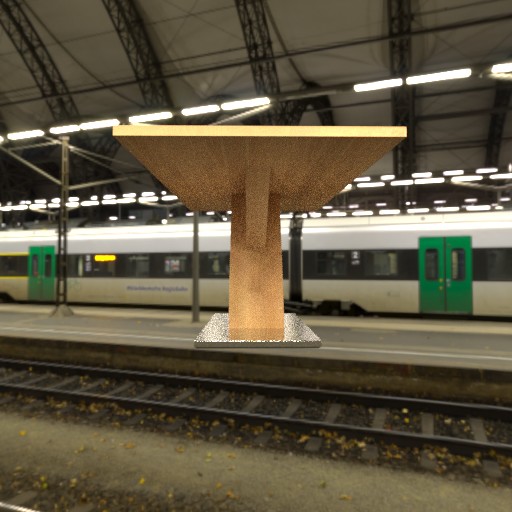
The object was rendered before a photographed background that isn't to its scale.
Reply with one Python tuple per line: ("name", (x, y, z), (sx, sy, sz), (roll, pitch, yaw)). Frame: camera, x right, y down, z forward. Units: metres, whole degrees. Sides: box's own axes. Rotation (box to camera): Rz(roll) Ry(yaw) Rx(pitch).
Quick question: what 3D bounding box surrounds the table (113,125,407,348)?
("table", (0.000, 0.000, 2.247), (0.900, 0.750, 1.800), (0, -2, -1))
